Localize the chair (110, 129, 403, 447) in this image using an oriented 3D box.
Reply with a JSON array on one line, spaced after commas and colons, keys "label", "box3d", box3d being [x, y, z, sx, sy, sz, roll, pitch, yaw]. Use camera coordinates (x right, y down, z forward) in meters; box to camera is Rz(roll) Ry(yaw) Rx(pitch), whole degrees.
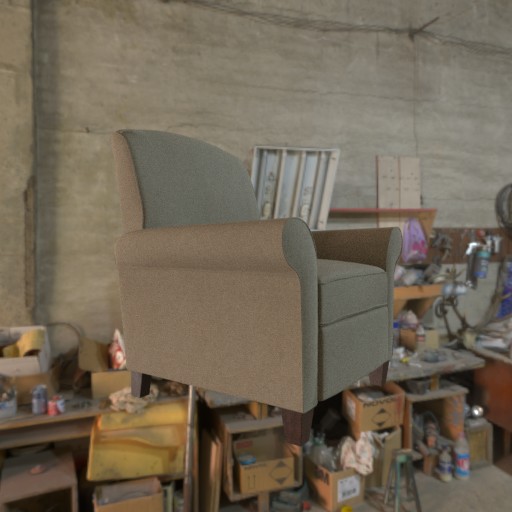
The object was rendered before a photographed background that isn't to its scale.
[{"label": "chair", "box3d": [0.000, 0.000, 1.774, 0.905, 1.061, 0.978, 1, 2, 36]}]
